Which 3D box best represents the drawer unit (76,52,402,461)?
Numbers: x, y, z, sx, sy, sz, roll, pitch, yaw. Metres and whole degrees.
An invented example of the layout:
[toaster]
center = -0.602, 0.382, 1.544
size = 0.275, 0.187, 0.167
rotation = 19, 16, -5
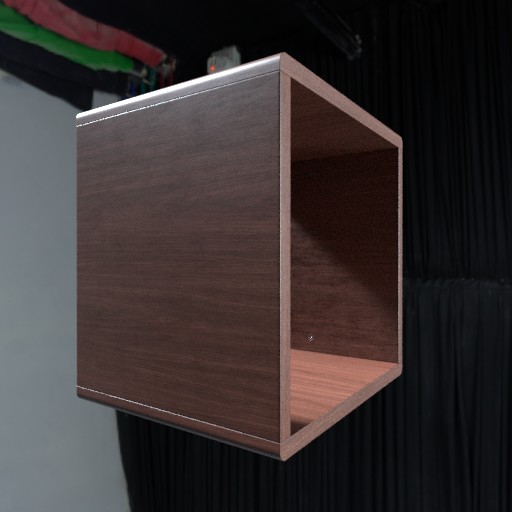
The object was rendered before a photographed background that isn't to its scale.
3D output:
[drawer unit]
center = 0.000, 0.000, 0.600
size = 0.290, 0.351, 0.349
rotation = 0, 0, 35
